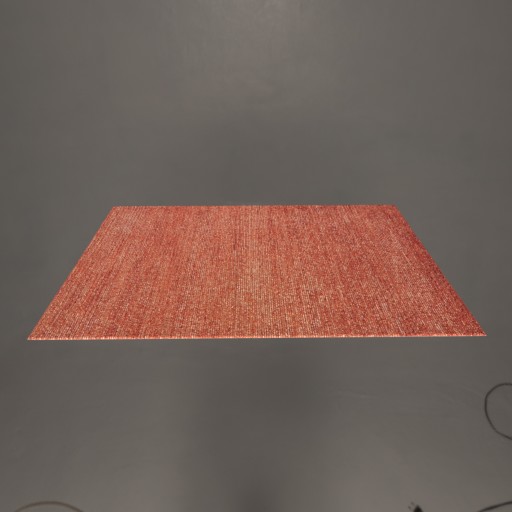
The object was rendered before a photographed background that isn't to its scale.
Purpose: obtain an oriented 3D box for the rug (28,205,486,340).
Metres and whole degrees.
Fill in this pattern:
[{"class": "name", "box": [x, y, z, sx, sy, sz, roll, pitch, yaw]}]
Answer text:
[{"class": "rug", "box": [0.000, 0.000, 5.032, 3.965, 0.025, 2.803, 0, 30, -1]}]
